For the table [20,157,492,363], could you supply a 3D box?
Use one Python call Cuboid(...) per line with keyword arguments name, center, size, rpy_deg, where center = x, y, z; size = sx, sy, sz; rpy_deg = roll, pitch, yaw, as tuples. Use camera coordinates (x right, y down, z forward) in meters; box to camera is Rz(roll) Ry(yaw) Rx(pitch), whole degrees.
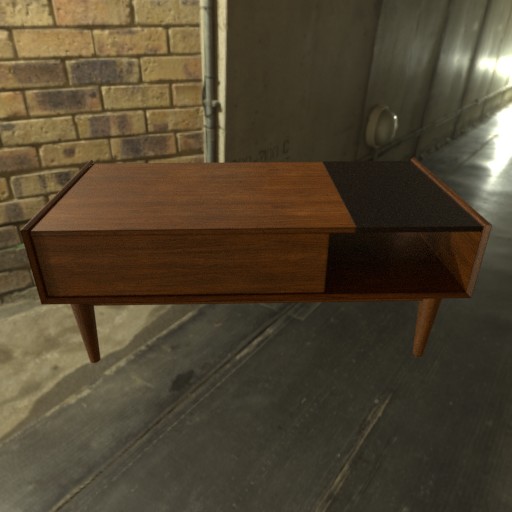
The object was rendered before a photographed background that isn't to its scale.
Cuboid(name="table", center=(0.000, 0.000, 1.536), size=(1.221, 0.508, 0.610), rpy_deg=(-1, 29, -1))
